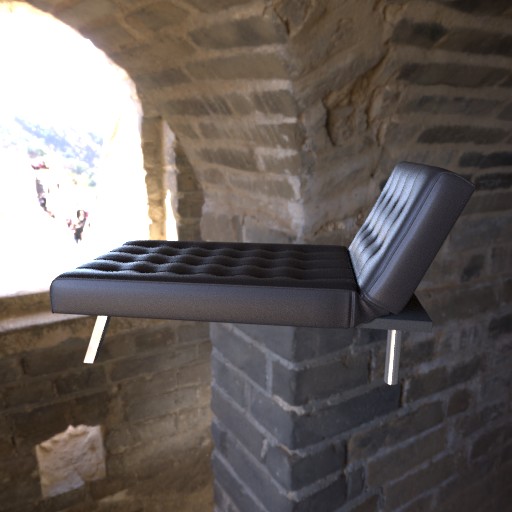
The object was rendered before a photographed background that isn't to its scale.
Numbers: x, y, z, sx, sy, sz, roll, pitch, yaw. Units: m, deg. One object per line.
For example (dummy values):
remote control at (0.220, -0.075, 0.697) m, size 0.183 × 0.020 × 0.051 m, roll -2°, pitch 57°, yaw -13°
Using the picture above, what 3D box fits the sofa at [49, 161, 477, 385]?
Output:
sofa at (0.000, 0.000, 1.983) m, size 1.560 × 0.820 × 0.760 m, roll 2°, pitch 14°, yaw 8°
